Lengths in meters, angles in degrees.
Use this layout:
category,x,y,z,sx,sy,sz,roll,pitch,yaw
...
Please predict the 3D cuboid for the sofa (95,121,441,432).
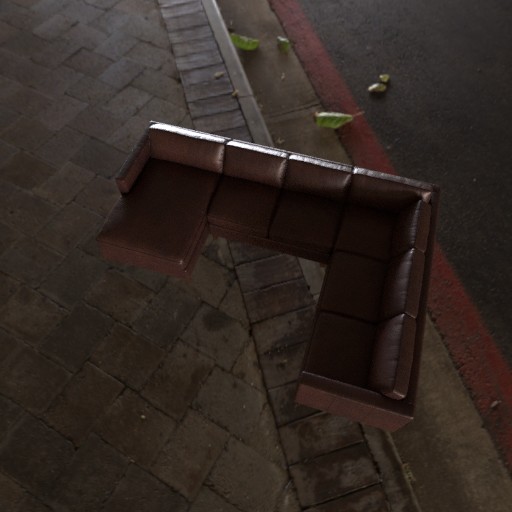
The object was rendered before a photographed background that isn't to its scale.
category,x,y,z,sx,sy,sz,roll,pitch,yaw
sofa,0.000,0.000,4.540,3.324,0.891,2.452,15,60,9
